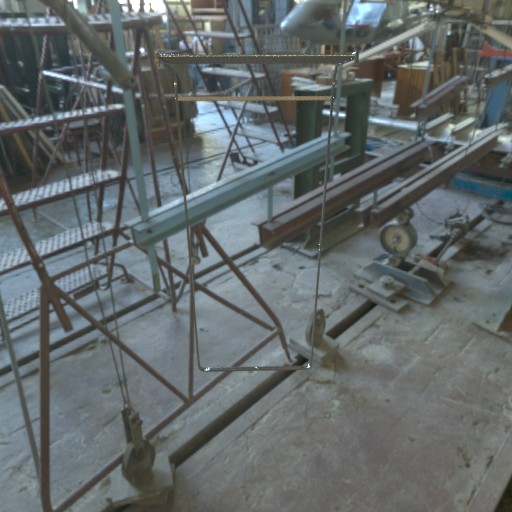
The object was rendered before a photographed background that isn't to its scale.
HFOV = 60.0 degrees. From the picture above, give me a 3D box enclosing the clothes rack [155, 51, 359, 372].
[{"bbox_3d":[0.000,0.000,1.843,0.609,1.574,0.349,-1,29,-1],"label":"clothes rack"}]
